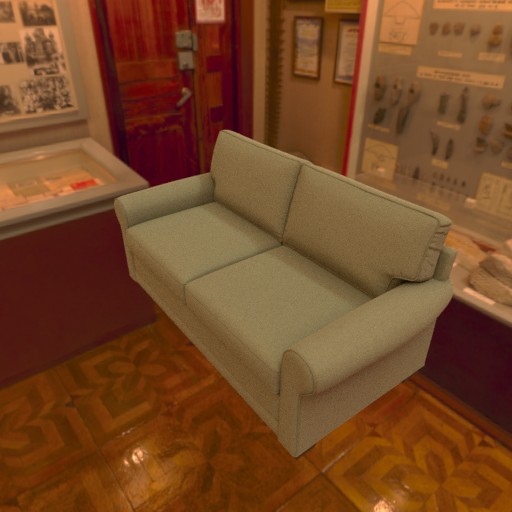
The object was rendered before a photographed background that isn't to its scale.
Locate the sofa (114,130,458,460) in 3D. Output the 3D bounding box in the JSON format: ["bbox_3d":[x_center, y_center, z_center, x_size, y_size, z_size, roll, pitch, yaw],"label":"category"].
[{"bbox_3d":[0.000,0.000,2.463,0.940,0.952,1.930,-21,37,-31],"label":"sofa"}]
